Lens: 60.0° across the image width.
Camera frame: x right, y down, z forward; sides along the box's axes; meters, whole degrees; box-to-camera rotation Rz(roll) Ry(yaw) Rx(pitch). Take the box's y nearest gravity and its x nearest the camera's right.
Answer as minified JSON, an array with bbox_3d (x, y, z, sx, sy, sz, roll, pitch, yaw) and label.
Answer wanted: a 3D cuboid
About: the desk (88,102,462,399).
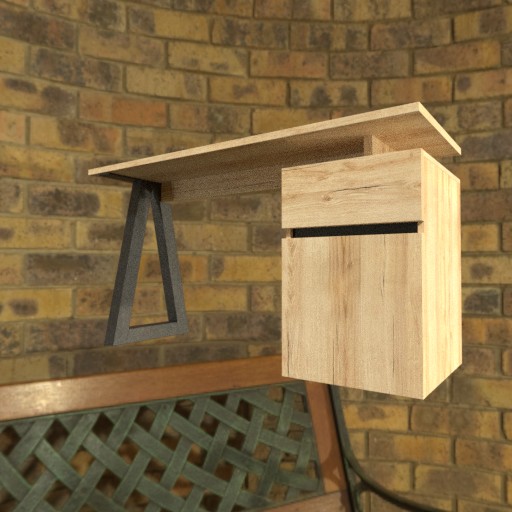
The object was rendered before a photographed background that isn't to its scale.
[{"bbox_3d":[0.000,0.000,1.749,1.400,0.760,0.550,-1,-2,35],"label":"desk"}]
